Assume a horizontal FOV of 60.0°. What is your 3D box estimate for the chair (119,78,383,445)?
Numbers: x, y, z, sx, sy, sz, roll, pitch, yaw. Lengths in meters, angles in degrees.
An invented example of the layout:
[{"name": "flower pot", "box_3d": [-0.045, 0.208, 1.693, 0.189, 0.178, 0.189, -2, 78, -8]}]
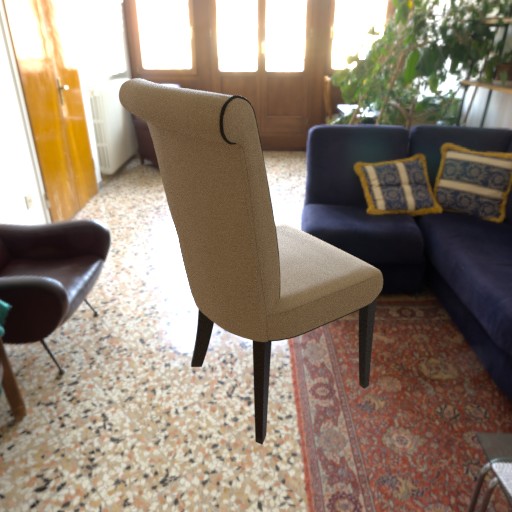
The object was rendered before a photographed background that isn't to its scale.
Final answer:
[{"name": "chair", "box_3d": [0.000, 0.000, 1.338, 0.623, 0.997, 0.522, -17, 31, -31]}]
